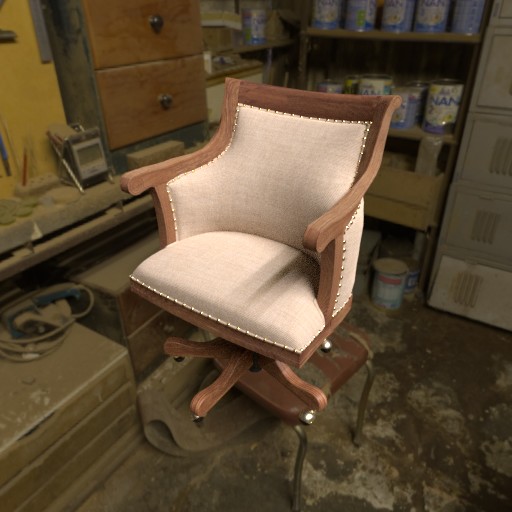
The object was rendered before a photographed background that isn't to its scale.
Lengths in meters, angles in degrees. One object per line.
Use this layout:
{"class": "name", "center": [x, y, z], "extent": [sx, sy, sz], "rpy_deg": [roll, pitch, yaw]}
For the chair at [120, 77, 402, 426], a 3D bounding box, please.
{"class": "chair", "center": [0.000, 0.000, 1.419], "extent": [0.656, 0.965, 0.689], "rpy_deg": [19, 35, 29]}
